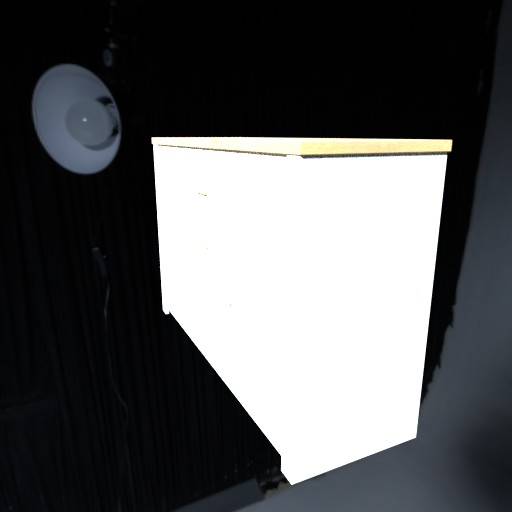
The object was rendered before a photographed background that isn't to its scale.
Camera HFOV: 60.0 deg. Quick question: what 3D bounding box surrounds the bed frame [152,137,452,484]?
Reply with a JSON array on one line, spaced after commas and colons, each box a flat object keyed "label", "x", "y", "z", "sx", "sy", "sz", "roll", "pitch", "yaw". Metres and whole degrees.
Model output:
[{"label": "bed frame", "x": 0.000, "y": 0.000, "z": 1.659, "sx": 0.430, "sy": 0.850, "sz": 1.300, "roll": -7, "pitch": 17, "yaw": -25}]
